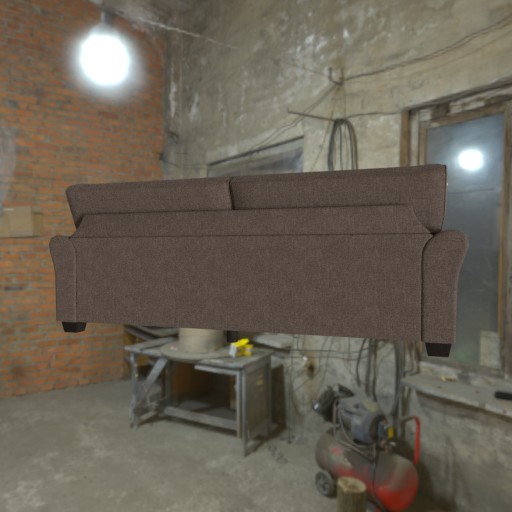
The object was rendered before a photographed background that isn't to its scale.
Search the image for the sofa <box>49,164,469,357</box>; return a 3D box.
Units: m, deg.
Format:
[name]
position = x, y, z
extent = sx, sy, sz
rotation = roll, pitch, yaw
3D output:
[sofa]
position = 0.000, 0.000, 2.466
extent = 2.032, 0.813, 0.889
rotation = 0, 0, 18
